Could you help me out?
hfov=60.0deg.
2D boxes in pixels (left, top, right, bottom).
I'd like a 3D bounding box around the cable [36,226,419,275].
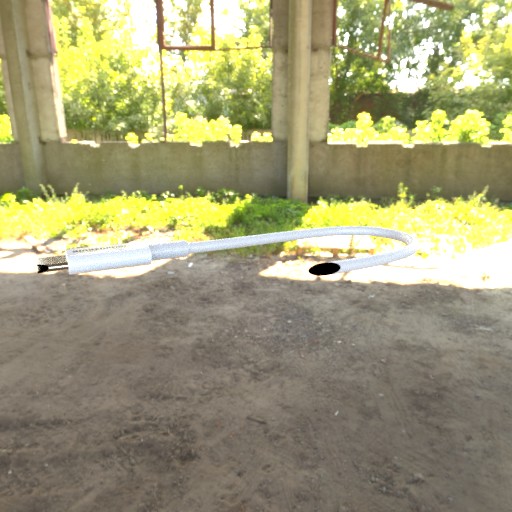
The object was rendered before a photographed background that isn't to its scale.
[{"bbox_3d":[0.000,0.000,0.110,0.098,0.006,0.040,-8,17,-25],"label":"cable"}]
